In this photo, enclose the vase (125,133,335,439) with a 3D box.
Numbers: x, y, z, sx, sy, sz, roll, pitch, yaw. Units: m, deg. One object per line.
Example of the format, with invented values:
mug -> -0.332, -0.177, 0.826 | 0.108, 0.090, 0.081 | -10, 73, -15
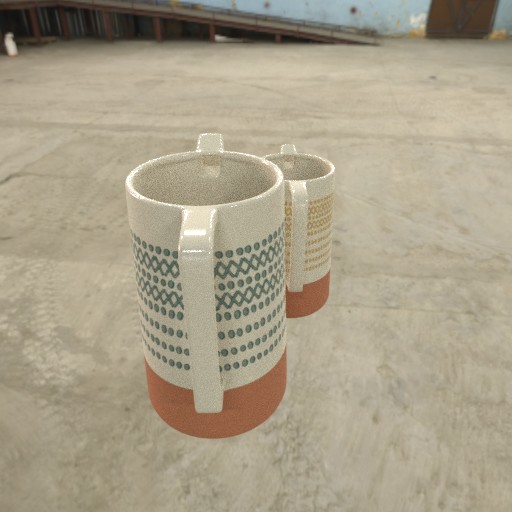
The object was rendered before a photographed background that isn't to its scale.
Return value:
vase -> 0.000, 0.000, 0.463 | 0.168, 0.247, 0.326 | 22, 38, 32
